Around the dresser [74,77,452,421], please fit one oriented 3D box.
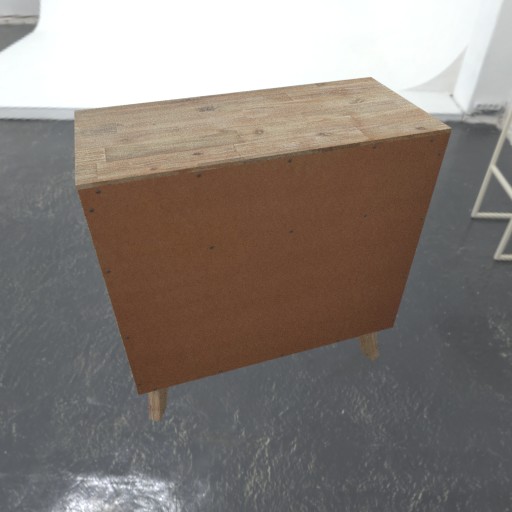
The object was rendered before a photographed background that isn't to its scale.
[{"bbox_3d":[0.000,0.000,1.608,0.998,1.029,0.455,-12,41,-14],"label":"dresser"}]
